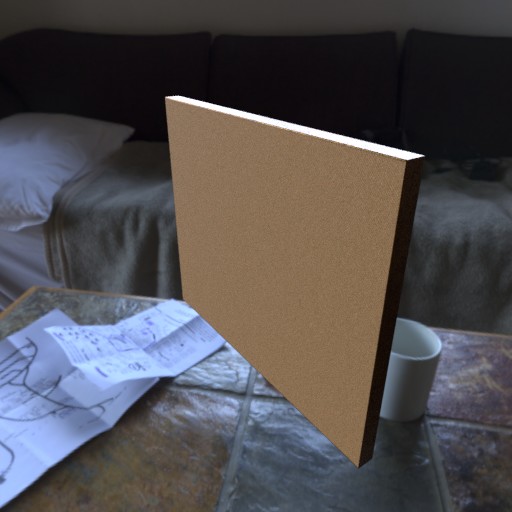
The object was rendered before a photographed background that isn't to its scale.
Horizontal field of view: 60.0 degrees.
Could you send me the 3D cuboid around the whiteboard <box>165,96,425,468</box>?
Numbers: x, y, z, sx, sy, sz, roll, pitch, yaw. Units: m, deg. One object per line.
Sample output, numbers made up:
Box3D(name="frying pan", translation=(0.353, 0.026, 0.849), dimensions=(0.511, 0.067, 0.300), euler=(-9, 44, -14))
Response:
Box3D(name="whiteboard", translation=(0.000, 0.000, 0.756), dimensions=(0.029, 0.457, 0.561), euler=(-18, 32, -31))
